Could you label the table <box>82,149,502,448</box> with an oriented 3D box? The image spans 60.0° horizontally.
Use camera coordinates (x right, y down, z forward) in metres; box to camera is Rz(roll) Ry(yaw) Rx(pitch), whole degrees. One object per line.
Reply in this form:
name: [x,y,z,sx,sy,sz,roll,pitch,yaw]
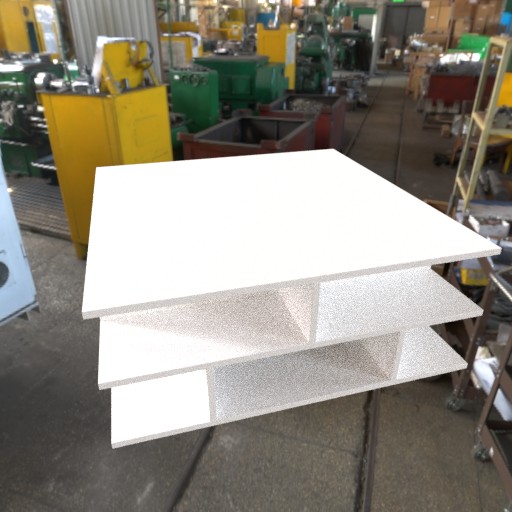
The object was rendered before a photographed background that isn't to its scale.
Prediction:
table: [0.000,0.000,1.060,0.700,0.289,0.700,-8,29,-14]
